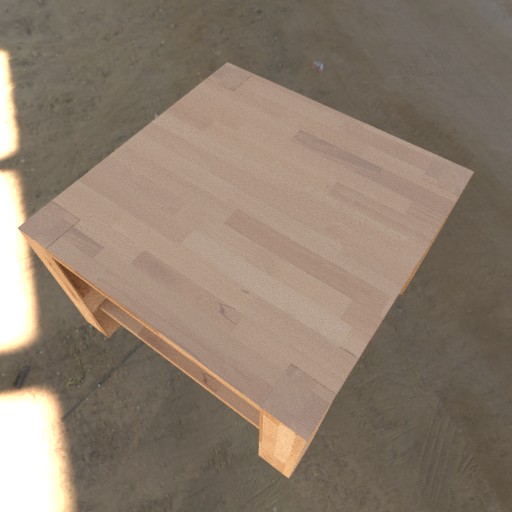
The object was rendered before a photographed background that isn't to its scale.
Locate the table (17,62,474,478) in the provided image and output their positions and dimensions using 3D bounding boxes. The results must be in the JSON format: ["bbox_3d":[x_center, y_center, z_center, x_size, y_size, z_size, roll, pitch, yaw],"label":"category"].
[{"bbox_3d":[0.000,0.000,1.138,0.700,0.451,0.700,31,62,19],"label":"table"}]
